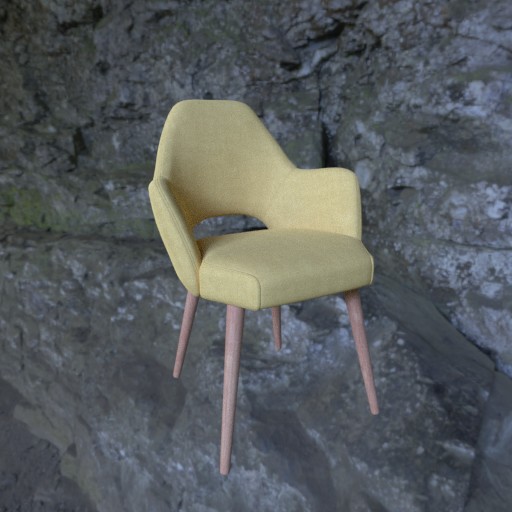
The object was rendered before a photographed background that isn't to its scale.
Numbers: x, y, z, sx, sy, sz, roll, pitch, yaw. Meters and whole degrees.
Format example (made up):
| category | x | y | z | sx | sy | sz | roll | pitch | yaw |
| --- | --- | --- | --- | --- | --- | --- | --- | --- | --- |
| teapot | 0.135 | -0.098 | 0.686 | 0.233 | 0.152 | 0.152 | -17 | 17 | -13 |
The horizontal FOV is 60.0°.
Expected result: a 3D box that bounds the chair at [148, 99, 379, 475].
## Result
| category | x | y | z | sx | sy | sz | roll | pitch | yaw |
| --- | --- | --- | --- | --- | --- | --- | --- | --- | --- |
| chair | 0.000 | 0.000 | 1.233 | 0.590 | 0.840 | 0.610 | -9 | 19 | -27 |
